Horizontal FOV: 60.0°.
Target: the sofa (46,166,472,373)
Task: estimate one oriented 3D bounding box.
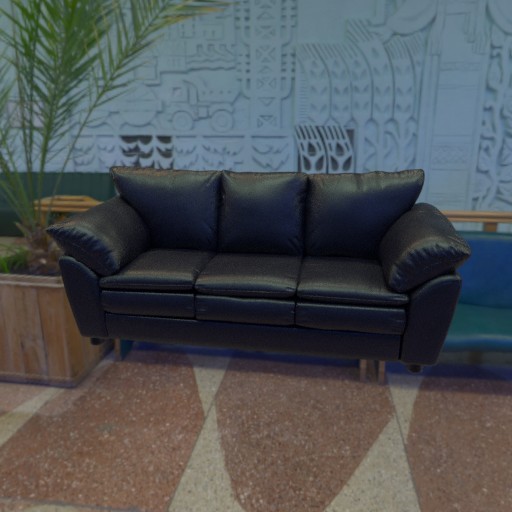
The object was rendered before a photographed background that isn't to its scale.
[{"bbox_3d":[0.000,0.000,2.813,2.336,1.073,0.880,3,16,10],"label":"sofa"}]
